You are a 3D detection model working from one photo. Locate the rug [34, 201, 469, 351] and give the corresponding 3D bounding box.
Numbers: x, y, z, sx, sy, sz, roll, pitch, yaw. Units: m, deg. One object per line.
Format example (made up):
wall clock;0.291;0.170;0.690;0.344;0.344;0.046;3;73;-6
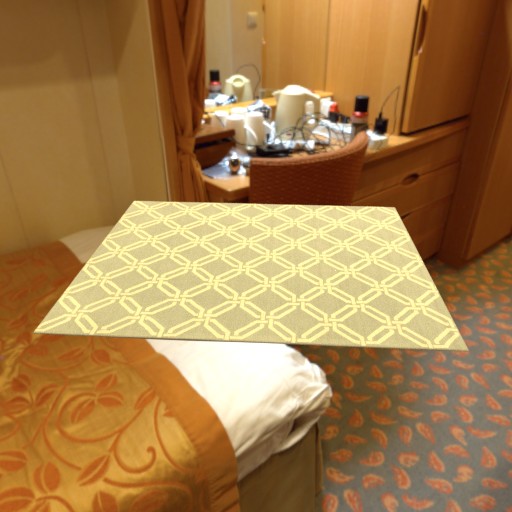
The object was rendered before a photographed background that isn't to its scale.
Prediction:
rug;0.000;0.000;3.924;2.895;0.018;2.288;2;30;3
